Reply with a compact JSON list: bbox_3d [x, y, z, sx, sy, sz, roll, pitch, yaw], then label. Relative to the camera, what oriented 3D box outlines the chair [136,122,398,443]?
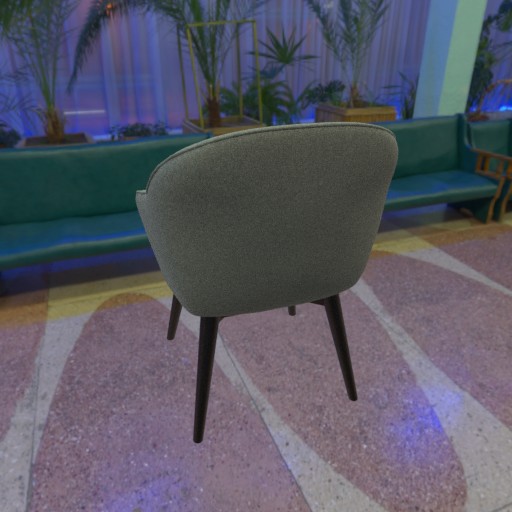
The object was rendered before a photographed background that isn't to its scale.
[{"bbox_3d":[0.000,0.000,1.222,0.589,0.810,0.611,-9,28,-17],"label":"chair"}]
